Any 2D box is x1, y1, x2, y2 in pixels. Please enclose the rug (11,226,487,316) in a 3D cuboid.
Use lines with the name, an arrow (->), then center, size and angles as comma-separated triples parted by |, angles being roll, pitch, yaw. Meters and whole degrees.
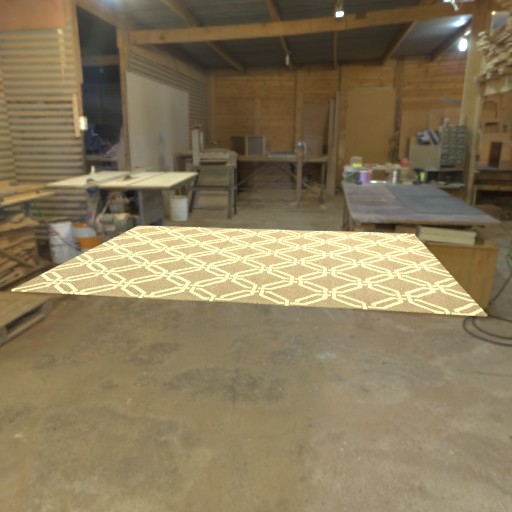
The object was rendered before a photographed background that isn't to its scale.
rug -> 0.000, 0.000, 4.289 | 3.419, 0.020, 2.441 | 2, 16, 8
